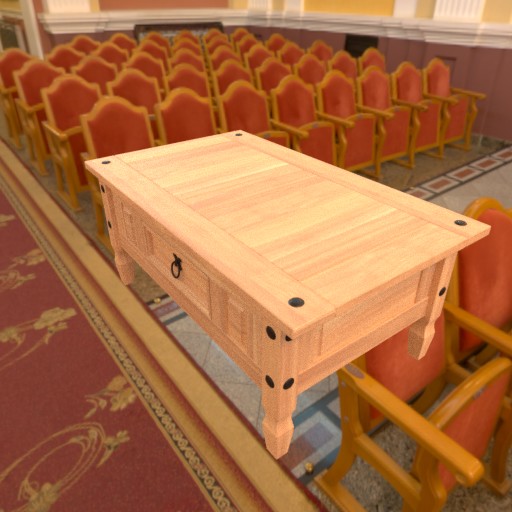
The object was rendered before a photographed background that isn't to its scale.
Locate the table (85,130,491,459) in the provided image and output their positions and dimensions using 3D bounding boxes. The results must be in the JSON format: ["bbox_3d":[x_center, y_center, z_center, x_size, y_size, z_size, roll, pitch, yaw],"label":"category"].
[{"bbox_3d":[0.000,0.000,1.314,0.600,0.437,1.000,-21,37,-31],"label":"table"}]
